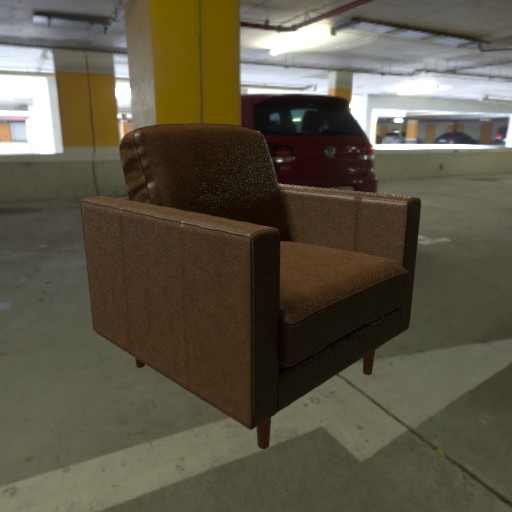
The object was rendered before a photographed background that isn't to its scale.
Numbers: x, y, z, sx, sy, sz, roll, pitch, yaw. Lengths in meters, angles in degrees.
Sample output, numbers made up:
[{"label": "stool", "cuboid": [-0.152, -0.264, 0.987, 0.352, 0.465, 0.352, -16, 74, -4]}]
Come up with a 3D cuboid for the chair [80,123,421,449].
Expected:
[{"label": "chair", "cuboid": [0.000, 0.000, 1.645, 0.909, 0.956, 0.890, 14, 21, 43]}]
